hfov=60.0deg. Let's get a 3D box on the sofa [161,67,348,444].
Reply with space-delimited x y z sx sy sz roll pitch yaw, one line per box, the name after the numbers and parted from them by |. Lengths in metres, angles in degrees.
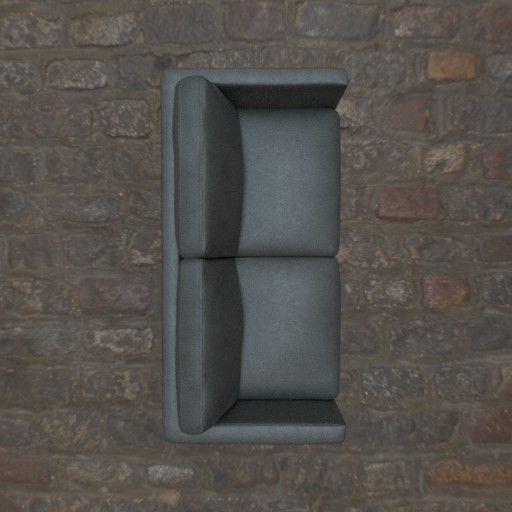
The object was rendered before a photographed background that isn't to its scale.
0.000 0.000 2.481 0.951 0.933 1.883 0 91 1 | sofa
